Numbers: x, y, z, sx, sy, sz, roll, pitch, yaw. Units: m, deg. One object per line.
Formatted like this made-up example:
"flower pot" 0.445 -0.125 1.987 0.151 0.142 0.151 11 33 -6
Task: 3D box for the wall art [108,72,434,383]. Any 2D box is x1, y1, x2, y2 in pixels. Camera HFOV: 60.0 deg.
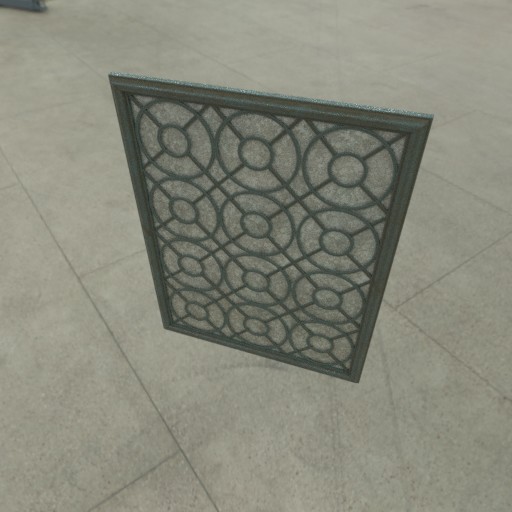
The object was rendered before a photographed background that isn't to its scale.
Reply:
"wall art" 0.000 0.000 1.326 0.767 0.983 0.030 13 43 14
